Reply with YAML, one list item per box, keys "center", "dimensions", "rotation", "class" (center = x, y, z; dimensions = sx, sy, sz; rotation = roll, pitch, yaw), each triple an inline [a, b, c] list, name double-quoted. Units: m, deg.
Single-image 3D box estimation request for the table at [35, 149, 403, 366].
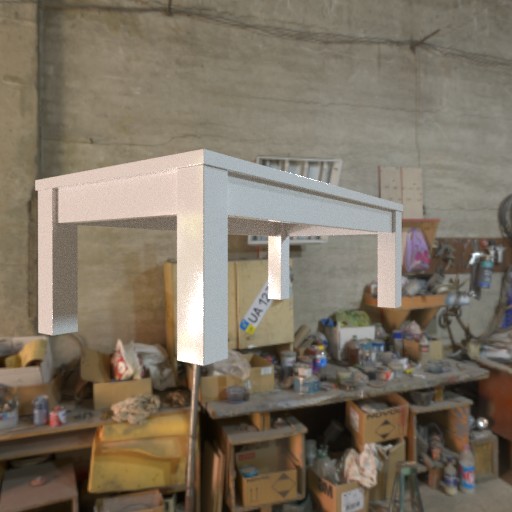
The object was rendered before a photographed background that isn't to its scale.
- center: [0.000, 0.000, 1.706]
  dimensions: [0.700, 0.470, 1.350]
  rotation: [0, 0, 36]
  class: "table"
